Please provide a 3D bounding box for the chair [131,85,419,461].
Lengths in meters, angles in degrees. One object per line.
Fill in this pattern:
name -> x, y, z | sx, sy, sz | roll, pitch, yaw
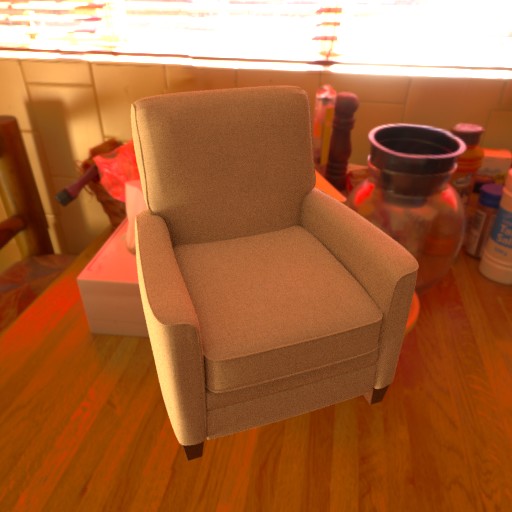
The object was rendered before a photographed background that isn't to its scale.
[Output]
chair -> 0.000, 0.000, 1.616 | 0.845, 1.023, 0.859 | -11, 34, -16
